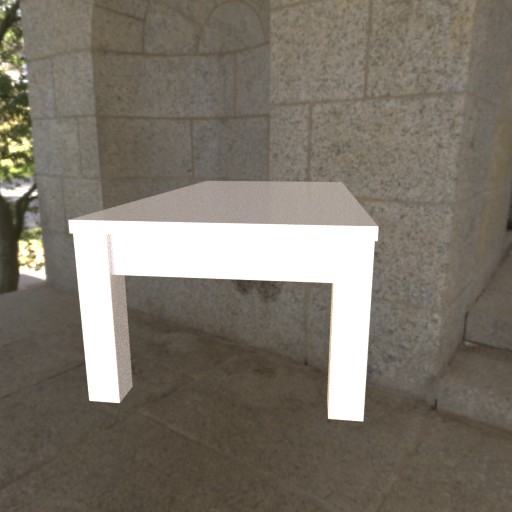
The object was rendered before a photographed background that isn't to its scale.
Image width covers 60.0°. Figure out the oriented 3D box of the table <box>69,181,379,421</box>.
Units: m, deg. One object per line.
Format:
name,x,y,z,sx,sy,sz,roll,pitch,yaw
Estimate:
table,0.000,0.000,1.687,0.700,0.470,1.350,2,14,7
